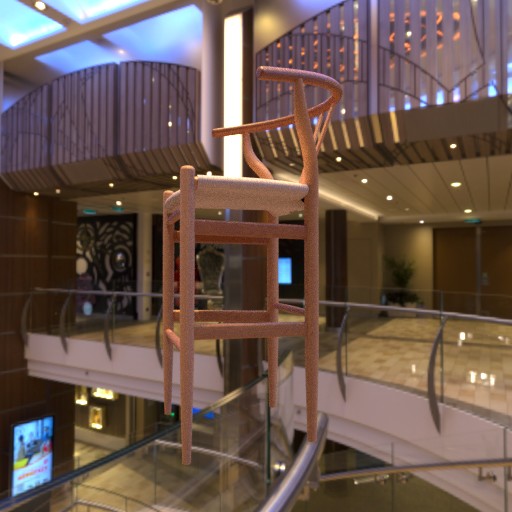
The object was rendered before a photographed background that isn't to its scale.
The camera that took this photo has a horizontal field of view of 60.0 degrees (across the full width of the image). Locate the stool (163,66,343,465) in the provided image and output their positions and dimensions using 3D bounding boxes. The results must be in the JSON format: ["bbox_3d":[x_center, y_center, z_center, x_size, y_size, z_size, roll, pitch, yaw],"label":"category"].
[{"bbox_3d":[0.000,0.000,1.405,0.561,1.068,0.574,0,-1,-18],"label":"stool"}]
